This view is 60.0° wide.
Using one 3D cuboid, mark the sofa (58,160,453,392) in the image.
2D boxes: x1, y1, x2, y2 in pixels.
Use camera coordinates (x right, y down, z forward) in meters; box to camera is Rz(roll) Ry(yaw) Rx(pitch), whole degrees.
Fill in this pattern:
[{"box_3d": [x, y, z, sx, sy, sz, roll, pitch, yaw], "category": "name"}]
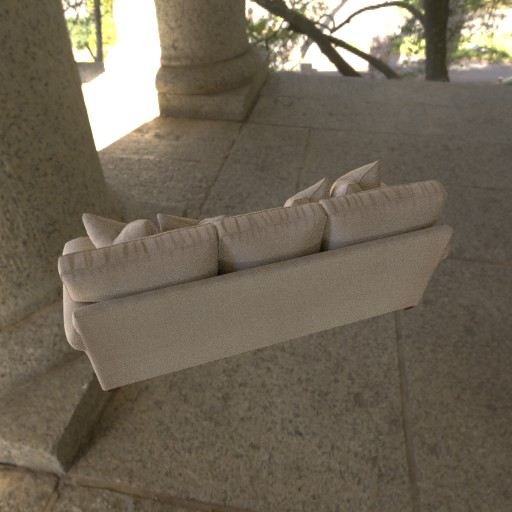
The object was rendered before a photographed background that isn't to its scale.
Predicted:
[{"box_3d": [0.000, 0.000, 2.855, 2.312, 0.975, 0.965, -12, 41, -15], "category": "sofa"}]
